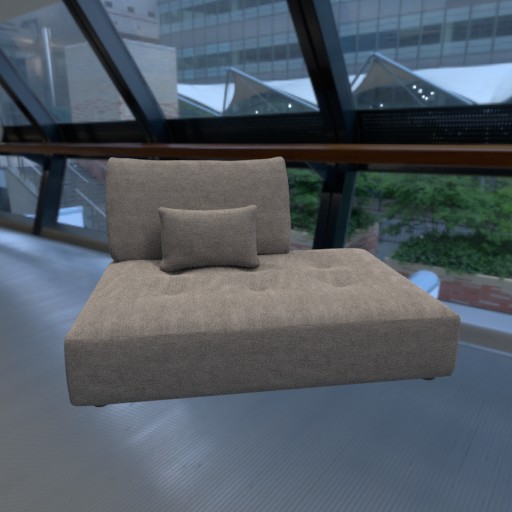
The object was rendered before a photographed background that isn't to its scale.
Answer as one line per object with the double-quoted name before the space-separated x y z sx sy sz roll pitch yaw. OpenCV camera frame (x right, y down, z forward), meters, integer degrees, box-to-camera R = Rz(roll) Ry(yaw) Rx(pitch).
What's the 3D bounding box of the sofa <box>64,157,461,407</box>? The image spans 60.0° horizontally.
"sofa" 0.000 0.000 1.986 1.450 0.820 1.002 -2 16 -8
